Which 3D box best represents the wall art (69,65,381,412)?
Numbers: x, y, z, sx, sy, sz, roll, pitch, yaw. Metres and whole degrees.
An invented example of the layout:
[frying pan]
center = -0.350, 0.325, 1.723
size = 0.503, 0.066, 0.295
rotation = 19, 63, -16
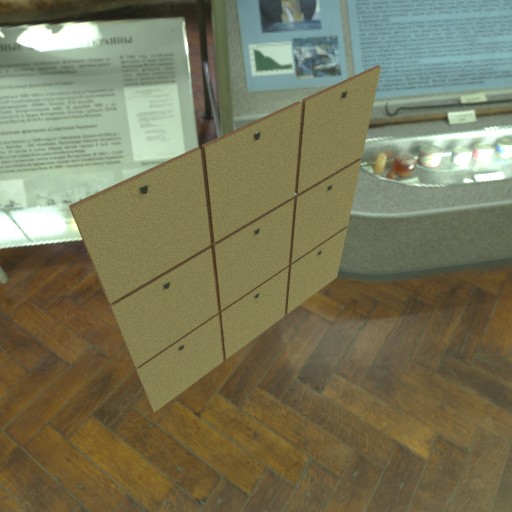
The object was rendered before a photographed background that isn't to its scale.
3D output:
[wall art]
center = 0.000, 0.000, 1.824
size = 1.221, 1.218, 0.024
rotation = -32, 55, -26
